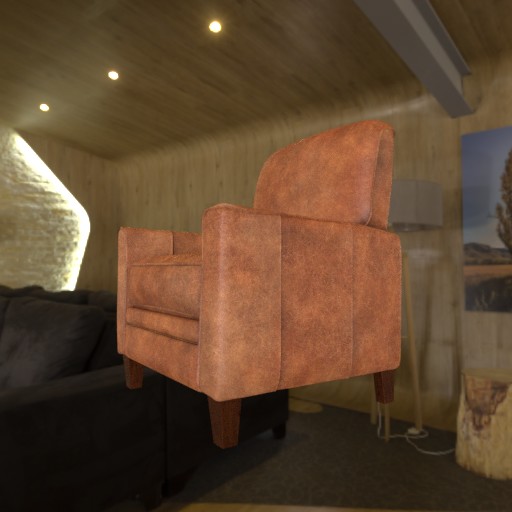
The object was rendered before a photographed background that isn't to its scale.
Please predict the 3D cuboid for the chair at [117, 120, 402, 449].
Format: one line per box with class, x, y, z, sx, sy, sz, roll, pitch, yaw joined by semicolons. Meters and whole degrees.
chair;0.000;0.000;1.683;0.836;1.043;0.843;1;-2;-35
